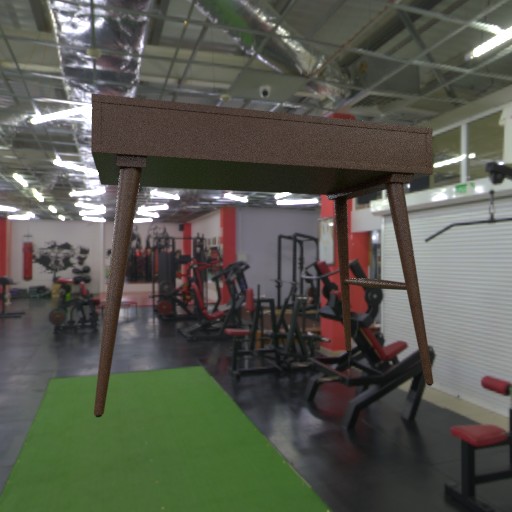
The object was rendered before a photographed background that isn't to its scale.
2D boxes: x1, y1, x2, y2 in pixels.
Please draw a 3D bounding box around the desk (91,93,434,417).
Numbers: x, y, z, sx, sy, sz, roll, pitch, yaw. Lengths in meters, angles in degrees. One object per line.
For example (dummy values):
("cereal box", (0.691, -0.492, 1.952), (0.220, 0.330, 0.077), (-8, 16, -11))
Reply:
("desk", (0.000, 0.000, 1.403), (0.949, 0.758, 0.510), (0, -1, -17))
